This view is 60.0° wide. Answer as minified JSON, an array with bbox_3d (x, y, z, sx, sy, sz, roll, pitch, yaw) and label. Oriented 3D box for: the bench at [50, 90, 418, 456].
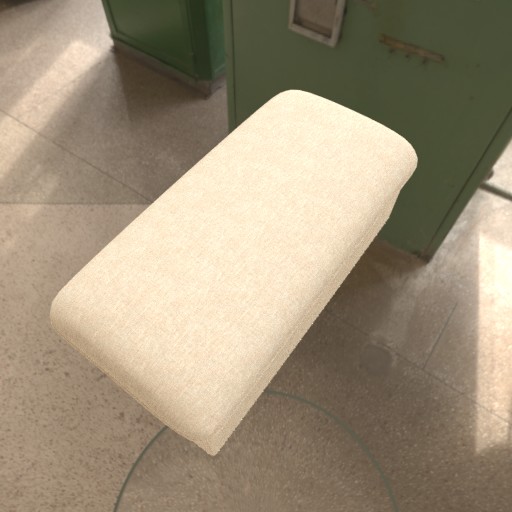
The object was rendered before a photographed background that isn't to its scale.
[{"bbox_3d":[0.000,0.000,1.250,0.483,0.483,0.991,32,63,19],"label":"bench"}]
